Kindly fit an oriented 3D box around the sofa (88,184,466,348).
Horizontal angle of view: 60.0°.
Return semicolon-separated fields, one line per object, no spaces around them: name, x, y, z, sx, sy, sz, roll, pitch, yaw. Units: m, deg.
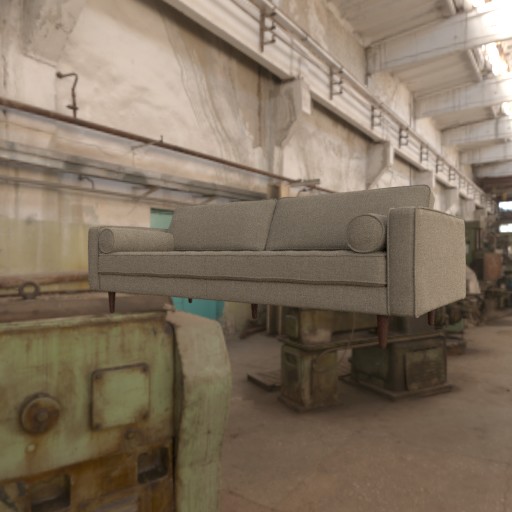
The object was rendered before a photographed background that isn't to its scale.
sofa;0.000;0.000;2.699;2.211;0.762;0.914;0;0;36
